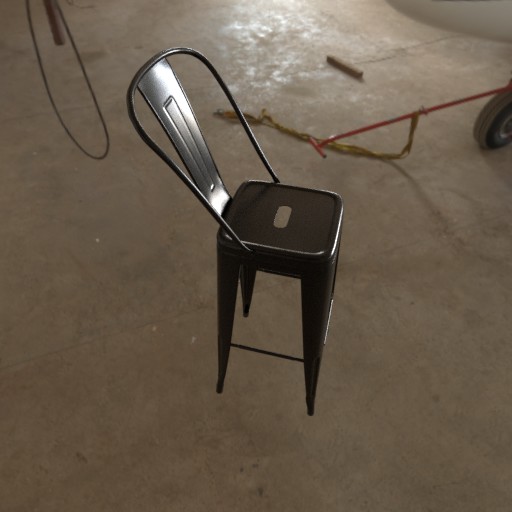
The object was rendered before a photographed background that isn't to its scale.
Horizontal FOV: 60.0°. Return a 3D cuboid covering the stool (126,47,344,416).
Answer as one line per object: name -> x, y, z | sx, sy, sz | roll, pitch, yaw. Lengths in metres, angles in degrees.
stool -> 0.000, 0.000, 1.329 | 0.513, 1.096, 0.399 | 11, 46, 10
